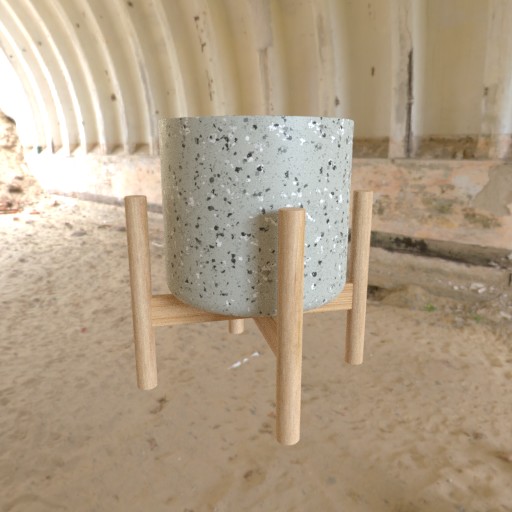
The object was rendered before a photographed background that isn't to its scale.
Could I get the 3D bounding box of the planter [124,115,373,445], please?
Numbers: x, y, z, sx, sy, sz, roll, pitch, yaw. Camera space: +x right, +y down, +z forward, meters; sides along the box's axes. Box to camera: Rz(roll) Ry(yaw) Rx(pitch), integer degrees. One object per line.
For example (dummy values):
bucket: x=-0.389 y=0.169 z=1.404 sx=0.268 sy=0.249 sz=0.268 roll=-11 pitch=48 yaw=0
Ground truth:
planter: x=0.000 y=0.000 z=0.553 sx=0.284 sy=0.320 sz=0.284 roll=2 pitch=14 yaw=9
